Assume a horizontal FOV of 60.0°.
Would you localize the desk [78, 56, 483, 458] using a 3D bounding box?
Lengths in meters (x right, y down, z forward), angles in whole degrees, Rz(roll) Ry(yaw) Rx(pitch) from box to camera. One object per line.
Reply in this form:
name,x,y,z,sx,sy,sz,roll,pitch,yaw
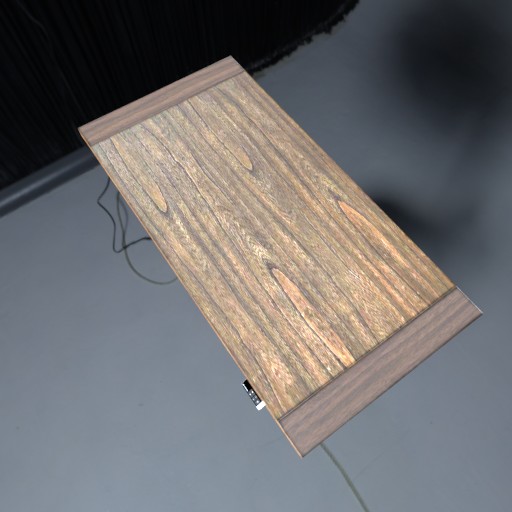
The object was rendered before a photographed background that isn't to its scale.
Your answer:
desk,0.000,0.000,1.980,0.784,0.725,1.543,-32,68,-15
